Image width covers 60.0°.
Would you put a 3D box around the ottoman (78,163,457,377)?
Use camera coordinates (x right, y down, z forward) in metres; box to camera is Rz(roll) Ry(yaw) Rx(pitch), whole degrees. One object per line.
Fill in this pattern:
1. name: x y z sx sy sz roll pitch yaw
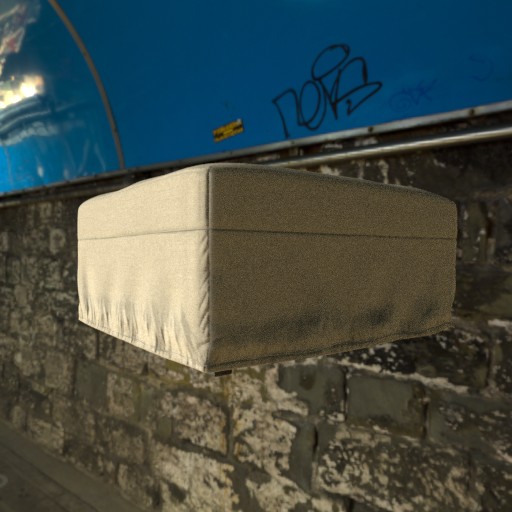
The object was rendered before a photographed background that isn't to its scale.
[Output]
1. ottoman: 0.000 0.000 1.333 0.840 0.436 0.843 0 0 -37
